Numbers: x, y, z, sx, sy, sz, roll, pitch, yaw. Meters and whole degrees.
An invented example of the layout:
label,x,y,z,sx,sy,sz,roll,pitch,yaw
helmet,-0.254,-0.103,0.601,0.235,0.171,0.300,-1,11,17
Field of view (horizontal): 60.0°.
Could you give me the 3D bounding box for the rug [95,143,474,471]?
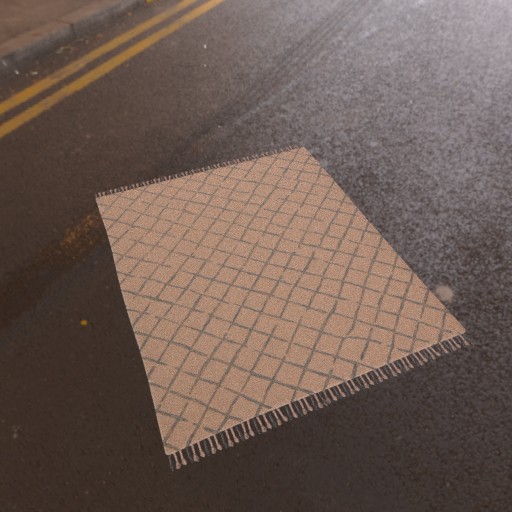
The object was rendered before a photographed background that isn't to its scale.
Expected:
label,x,y,z,sx,sy,sz,roll,pitch,yaw
rug,0.000,0.000,4.812,2.892,0.036,3.585,-17,49,-15
